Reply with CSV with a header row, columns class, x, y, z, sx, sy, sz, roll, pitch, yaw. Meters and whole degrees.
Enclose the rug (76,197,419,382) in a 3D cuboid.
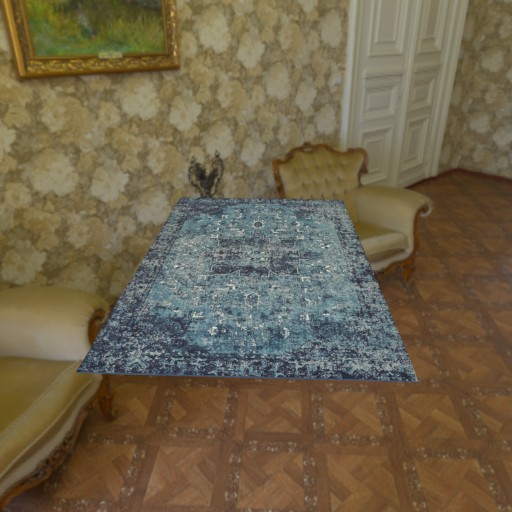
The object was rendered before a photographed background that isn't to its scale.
class,x,y,z,sx,sy,sz,roll,pitch,yaw
rug,0.000,0.000,3.052,1.525,0.007,2.440,1,26,2
